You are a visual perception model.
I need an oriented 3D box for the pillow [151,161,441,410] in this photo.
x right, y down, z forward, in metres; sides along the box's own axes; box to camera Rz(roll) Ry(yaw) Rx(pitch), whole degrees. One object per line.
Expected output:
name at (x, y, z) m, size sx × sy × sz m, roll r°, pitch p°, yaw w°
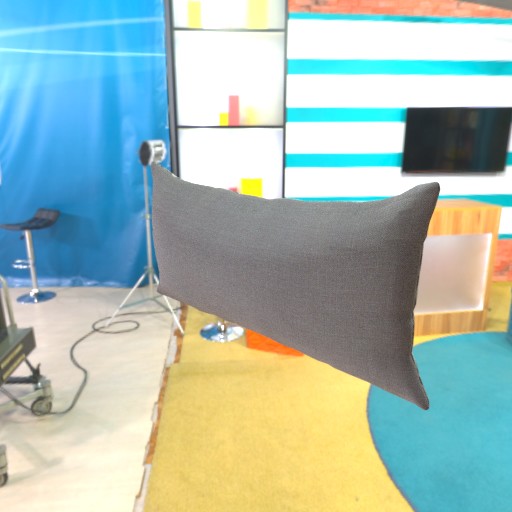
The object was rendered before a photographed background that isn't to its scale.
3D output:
pillow at (0.000, 0.000, 0.746) m, size 0.148 × 0.290 × 0.631 m, roll -14°, pitch 21°, yaw -43°
